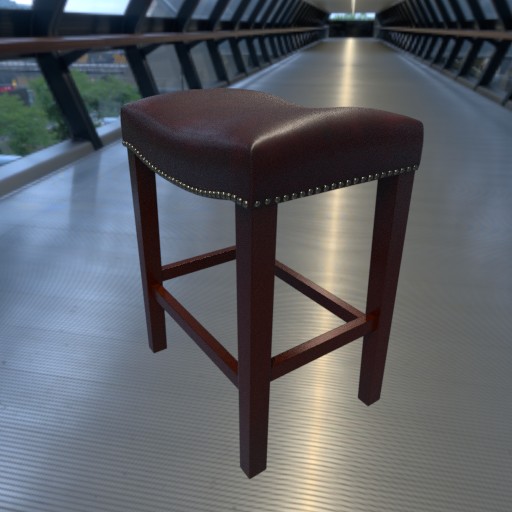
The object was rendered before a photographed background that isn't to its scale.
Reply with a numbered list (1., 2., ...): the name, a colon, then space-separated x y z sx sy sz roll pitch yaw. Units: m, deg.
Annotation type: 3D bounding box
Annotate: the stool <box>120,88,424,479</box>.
1. stool: 0.000 0.000 0.973 0.372 0.657 0.504 -17 31 -31
